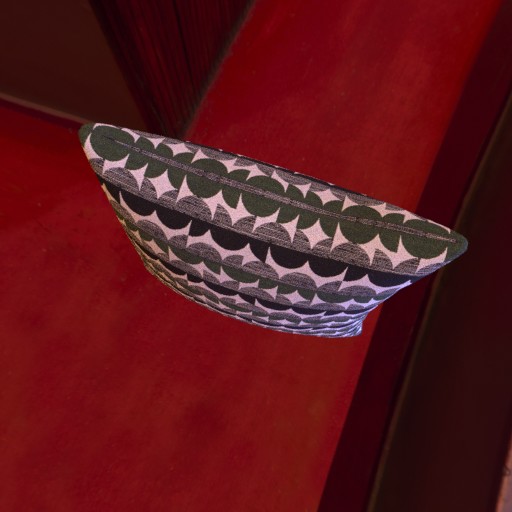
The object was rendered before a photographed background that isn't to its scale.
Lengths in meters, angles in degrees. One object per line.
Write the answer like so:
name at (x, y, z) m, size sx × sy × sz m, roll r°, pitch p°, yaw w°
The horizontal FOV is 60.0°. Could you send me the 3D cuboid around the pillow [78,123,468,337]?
pillow at (0.000, 0.000, 0.631) m, size 0.419 × 0.404 × 0.180 m, roll 18°, pitch 77°, yaw 4°
